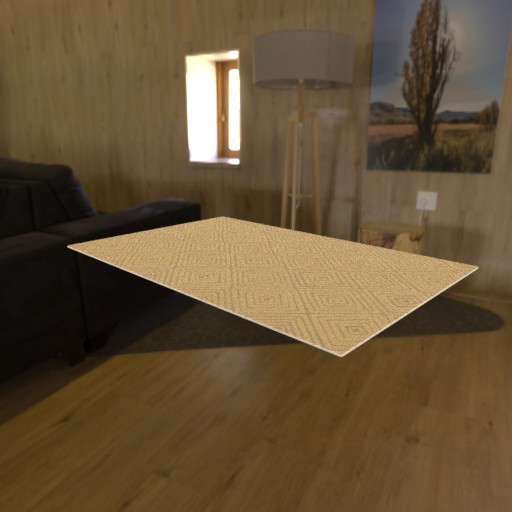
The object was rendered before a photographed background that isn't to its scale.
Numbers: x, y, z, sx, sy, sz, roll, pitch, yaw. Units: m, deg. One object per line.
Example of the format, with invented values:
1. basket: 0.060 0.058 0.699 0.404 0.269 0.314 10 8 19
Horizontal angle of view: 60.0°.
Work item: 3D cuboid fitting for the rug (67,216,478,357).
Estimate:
1. rug: 0.000 0.000 2.229 1.753 0.008 1.143 15 22 41
